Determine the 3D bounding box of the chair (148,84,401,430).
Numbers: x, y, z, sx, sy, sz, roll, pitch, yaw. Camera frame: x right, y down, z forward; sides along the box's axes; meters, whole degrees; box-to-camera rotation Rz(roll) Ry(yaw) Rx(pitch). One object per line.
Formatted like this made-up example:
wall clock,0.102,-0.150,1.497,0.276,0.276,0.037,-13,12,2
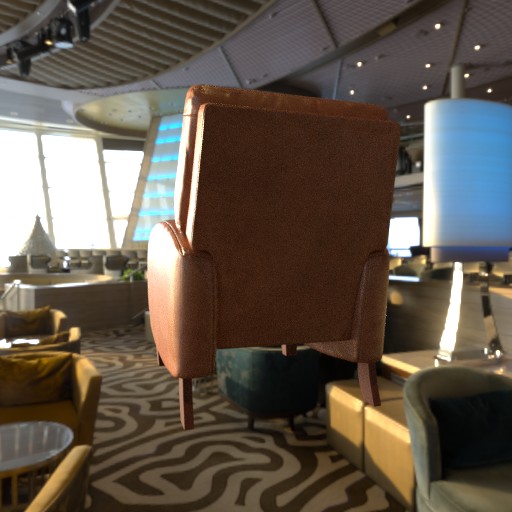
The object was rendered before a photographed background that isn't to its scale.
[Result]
chair,0.000,0.000,1.696,0.762,0.990,0.990,0,1,-18
